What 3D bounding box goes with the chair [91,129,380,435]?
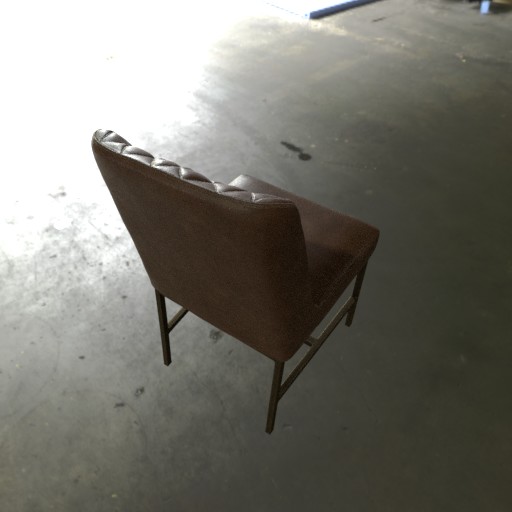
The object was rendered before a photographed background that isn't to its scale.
[{"bbox_3d":[0.000,0.000,1.238,0.508,0.889,0.587,26,51,23],"label":"chair"}]
